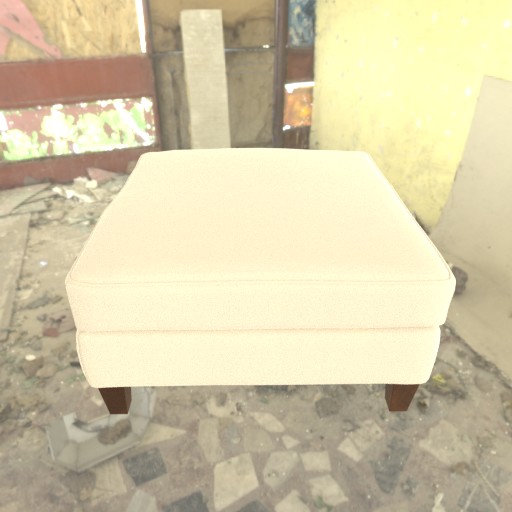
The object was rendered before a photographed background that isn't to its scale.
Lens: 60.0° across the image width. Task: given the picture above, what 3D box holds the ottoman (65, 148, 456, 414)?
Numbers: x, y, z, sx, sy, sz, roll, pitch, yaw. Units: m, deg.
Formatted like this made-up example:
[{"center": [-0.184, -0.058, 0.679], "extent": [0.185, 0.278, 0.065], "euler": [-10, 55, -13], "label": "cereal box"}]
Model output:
[{"center": [0.000, 0.000, 1.343], "extent": [0.838, 0.479, 0.838], "euler": [0, 31, -1], "label": "ottoman"}]
